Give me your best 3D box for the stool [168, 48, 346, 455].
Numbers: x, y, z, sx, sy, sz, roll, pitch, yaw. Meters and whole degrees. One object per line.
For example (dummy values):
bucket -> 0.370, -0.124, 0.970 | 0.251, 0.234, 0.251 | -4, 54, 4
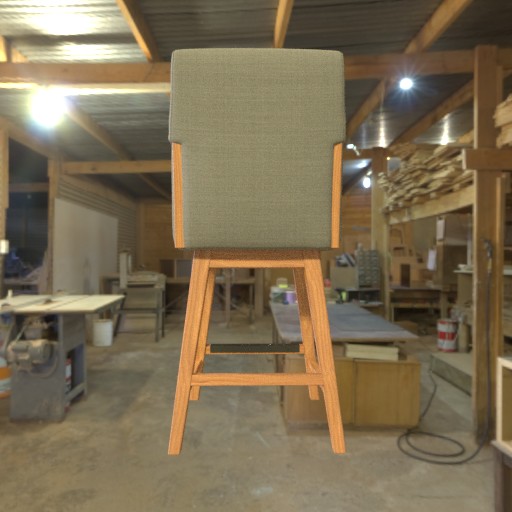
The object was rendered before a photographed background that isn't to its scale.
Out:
stool -> 0.000, 0.000, 1.341 | 0.459, 1.019, 0.570 | 0, 0, -1
